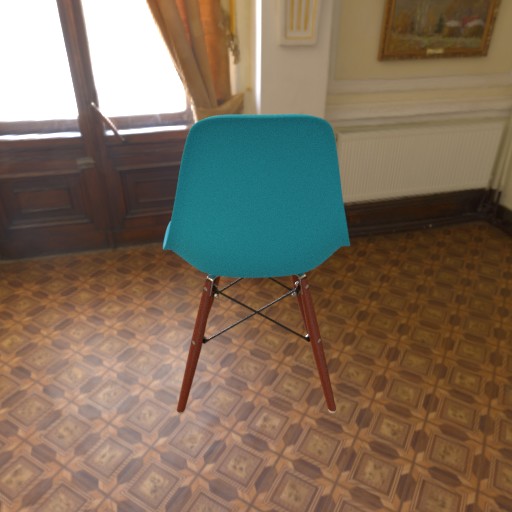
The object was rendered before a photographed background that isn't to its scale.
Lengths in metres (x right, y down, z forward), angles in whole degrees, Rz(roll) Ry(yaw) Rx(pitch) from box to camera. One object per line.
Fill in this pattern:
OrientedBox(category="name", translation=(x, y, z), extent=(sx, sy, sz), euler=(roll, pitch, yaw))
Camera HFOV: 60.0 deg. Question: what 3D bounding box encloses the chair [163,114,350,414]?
OrientedBox(category="chair", translation=(0.000, 0.000, 1.146), extent=(0.470, 0.826, 0.533), euler=(-1, 30, -2))
